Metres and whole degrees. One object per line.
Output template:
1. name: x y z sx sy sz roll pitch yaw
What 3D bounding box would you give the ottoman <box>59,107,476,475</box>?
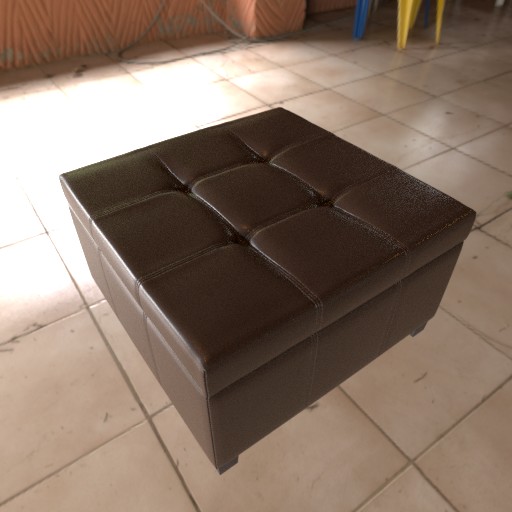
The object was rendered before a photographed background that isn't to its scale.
1. ottoman: 0.000 0.000 1.279 0.787 0.460 0.788 -26 47 -26
